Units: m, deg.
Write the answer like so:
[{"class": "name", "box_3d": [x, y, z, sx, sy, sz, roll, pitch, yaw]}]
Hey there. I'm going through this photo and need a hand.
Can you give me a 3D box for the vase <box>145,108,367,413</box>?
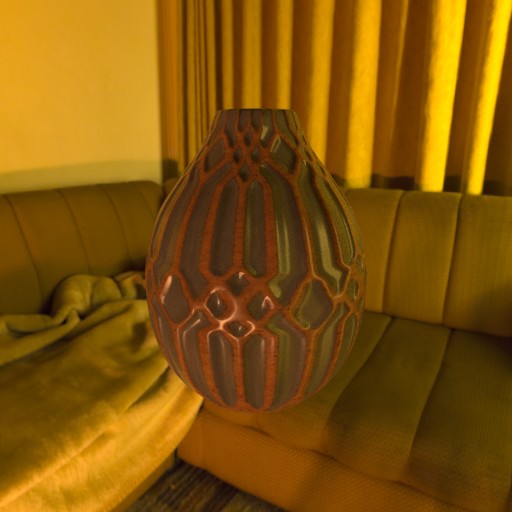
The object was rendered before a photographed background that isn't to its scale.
[{"class": "vase", "box_3d": [0.000, 0.000, 0.140, 0.069, 0.088, 0.069, 0, 15, 0]}]
